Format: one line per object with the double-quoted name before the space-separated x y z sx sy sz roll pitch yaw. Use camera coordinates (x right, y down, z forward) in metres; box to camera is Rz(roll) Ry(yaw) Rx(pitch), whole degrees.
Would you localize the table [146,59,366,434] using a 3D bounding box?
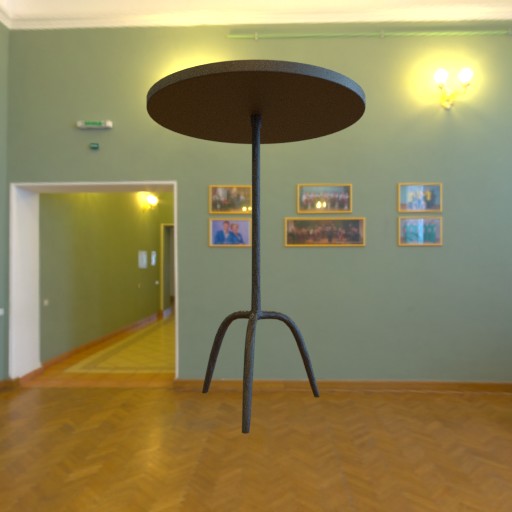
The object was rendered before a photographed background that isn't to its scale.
"table" 0.000 0.000 1.042 0.502 0.700 0.502 0 0 1
